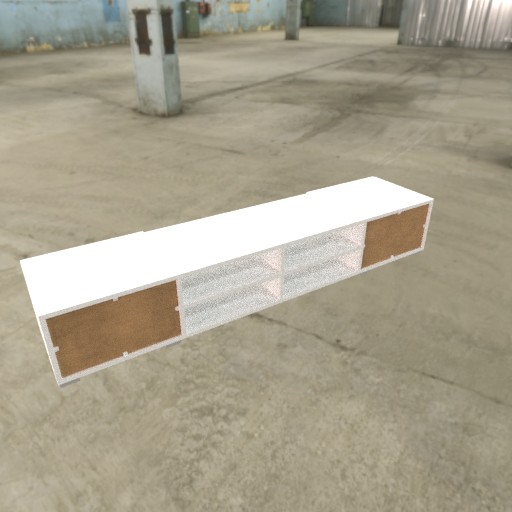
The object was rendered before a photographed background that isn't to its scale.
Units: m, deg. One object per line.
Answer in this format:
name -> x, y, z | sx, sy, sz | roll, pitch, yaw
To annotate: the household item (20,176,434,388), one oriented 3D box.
household item -> 0.000, 0.000, 2.027 | 1.850, 0.310, 0.420 | -17, 33, -28
